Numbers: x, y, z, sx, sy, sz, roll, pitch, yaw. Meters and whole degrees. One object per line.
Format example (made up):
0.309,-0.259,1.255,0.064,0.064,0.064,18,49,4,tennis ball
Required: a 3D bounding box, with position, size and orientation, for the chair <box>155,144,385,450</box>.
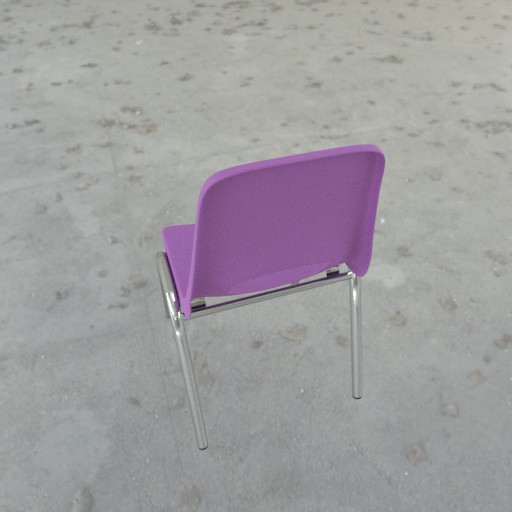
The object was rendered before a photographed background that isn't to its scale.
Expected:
0.000,0.000,0.675,0.291,0.493,0.301,-13,43,-14,chair
